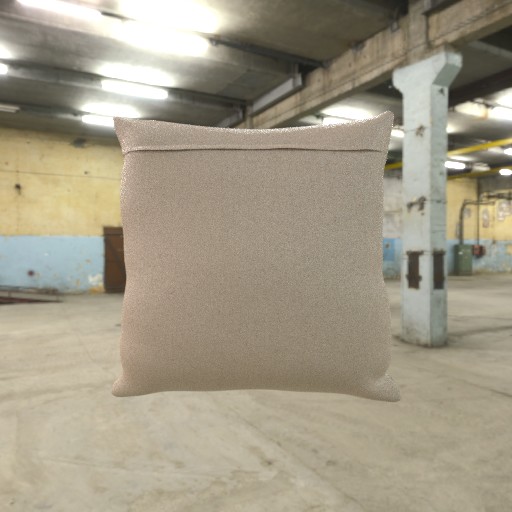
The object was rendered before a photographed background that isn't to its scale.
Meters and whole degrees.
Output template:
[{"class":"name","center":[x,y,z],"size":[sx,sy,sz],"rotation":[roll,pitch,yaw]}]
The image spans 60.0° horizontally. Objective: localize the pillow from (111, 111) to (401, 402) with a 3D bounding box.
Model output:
[{"class":"pillow","center":[0.000,0.000,0.679],"size":[0.440,0.441,0.182],"rotation":[0,0,0]}]
